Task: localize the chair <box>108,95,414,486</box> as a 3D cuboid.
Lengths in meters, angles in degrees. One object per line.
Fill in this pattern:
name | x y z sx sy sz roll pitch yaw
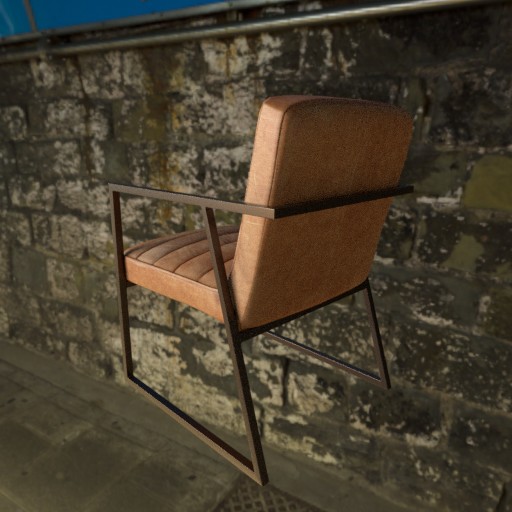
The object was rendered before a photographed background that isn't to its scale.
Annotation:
chair | 0.000 0.000 1.278 0.571 0.832 0.677 -15 21 -42
